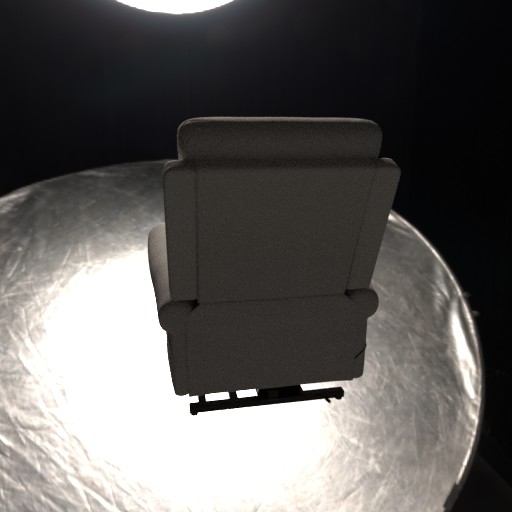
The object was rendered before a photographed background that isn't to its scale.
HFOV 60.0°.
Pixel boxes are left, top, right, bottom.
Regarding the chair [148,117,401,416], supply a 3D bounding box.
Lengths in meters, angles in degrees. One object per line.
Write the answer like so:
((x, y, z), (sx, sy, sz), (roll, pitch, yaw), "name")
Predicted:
((0.000, 0.000, 1.772), (0.871, 1.031, 0.979), (-3, 16, -10), "chair")
